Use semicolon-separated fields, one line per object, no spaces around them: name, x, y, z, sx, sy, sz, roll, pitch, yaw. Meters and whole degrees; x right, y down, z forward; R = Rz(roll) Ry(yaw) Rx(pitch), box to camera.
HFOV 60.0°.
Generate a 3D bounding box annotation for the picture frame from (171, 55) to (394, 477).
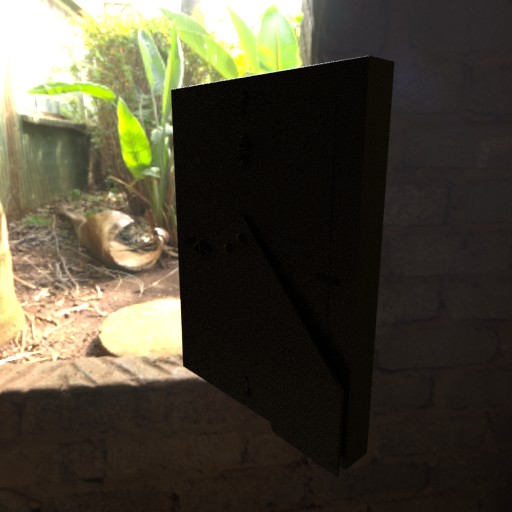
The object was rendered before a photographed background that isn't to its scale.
picture frame;0.000;0.000;0.275;0.028;0.208;0.157;-12;19;-41
